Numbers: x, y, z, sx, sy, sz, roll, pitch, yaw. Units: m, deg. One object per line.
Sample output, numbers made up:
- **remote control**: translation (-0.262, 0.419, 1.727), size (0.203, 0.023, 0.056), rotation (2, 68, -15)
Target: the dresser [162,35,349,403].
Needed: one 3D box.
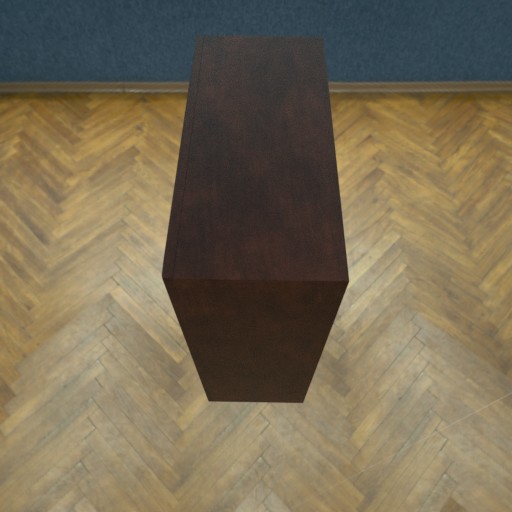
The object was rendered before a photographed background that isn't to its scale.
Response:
- **dresser**: translation (0.000, 0.000, 2.081), size (0.506, 1.514, 1.072), rotation (1, 59, 0)
